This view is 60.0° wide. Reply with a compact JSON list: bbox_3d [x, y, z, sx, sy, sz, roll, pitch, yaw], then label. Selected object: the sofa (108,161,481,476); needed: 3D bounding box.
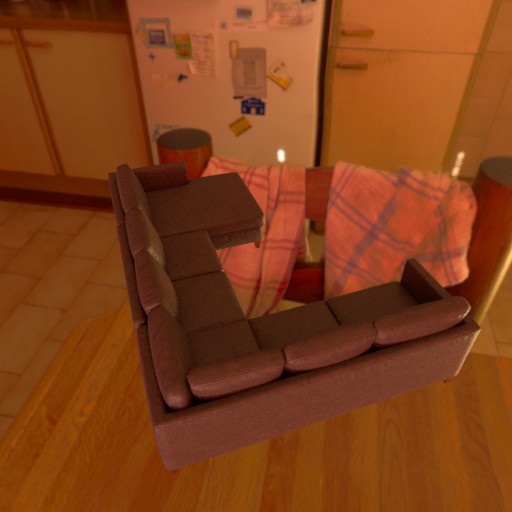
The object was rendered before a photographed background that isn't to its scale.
[{"bbox_3d":[0.000,0.000,4.535,2.593,0.923,3.460,-13,42,-14],"label":"sofa"}]
